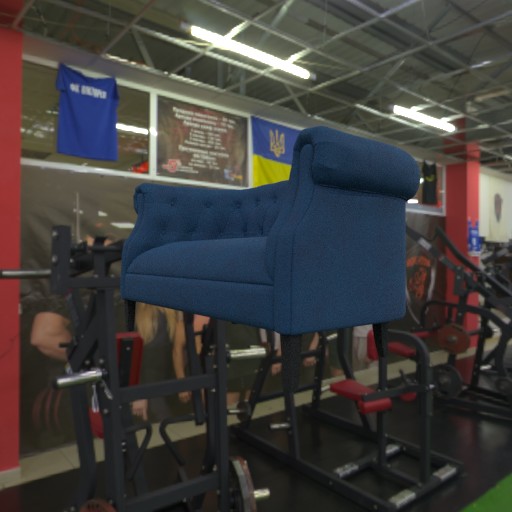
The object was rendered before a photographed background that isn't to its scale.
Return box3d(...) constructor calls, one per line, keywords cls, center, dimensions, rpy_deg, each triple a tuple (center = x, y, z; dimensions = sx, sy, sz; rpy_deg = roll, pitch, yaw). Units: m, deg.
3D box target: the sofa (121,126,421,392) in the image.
box3d(cls="sofa", center=(0.000, 0.000, 2.115), dimensions=(0.835, 0.827, 1.558), rpy_deg=(0, 0, -37))
